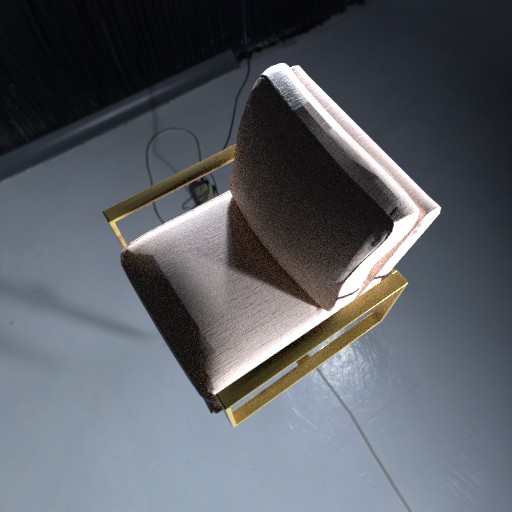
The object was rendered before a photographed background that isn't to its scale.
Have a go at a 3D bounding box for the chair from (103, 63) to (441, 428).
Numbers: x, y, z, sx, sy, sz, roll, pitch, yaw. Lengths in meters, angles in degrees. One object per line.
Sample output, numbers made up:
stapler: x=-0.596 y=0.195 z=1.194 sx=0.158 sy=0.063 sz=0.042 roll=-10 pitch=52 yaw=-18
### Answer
chair: x=0.000 y=0.000 z=1.520 sx=0.813 sy=0.956 sz=0.758 roll=-32 pitch=69 yaw=-14
